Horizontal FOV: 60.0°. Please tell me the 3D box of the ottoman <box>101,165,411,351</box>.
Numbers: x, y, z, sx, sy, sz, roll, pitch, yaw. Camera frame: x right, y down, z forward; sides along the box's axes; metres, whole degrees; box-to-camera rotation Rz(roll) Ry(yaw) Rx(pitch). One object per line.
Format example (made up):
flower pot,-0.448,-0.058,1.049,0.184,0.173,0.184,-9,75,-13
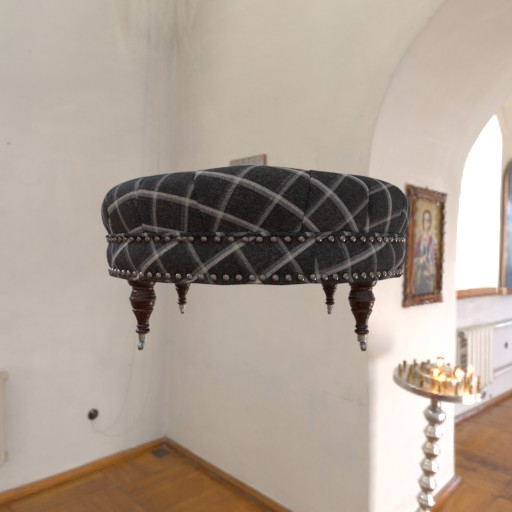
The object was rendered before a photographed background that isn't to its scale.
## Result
ottoman,0.000,0.000,1.340,0.901,0.439,0.901,0,2,0
